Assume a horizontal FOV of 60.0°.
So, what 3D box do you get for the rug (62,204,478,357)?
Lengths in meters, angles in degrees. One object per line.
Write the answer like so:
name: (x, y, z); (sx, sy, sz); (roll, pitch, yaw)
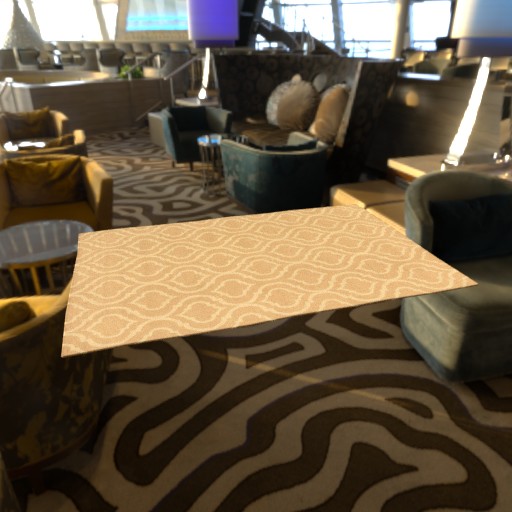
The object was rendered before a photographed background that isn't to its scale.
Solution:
rug: (0.000, 0.000, 2.247); (1.761, 0.013, 1.152); (-8, 27, -15)
